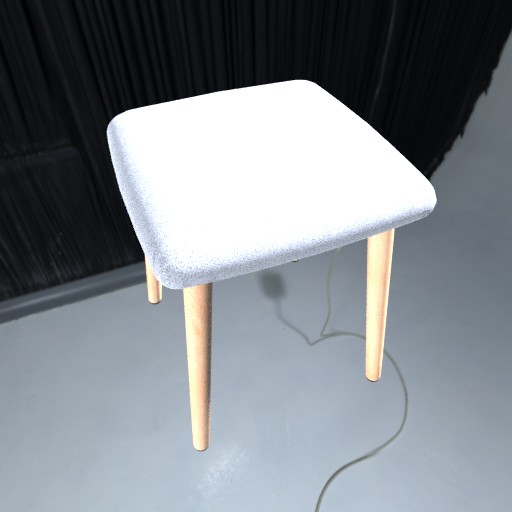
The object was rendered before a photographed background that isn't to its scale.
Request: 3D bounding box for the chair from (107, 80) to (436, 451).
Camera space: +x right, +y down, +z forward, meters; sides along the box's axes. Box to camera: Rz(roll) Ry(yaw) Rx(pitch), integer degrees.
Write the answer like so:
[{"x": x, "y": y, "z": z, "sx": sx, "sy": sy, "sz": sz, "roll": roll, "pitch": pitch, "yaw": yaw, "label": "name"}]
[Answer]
[{"x": 0.000, "y": 0.000, "z": 0.700, "sx": 0.350, "sy": 0.440, "sz": 0.350, "roll": -16, "pitch": 47, "yaw": -16, "label": "chair"}]
